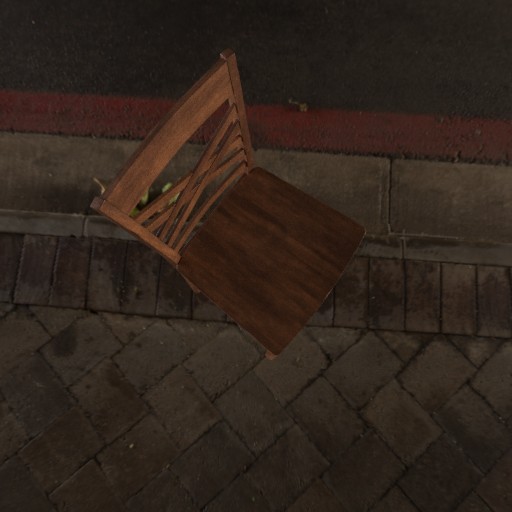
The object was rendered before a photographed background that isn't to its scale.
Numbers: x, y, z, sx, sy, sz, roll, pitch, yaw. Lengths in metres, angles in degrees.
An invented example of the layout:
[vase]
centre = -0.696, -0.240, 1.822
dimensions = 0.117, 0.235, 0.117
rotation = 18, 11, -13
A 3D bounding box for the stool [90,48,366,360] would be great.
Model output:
[stool]
centre = 0.000, 0.000, 1.380
dimensions = 0.487, 1.105, 0.433
rotation = 36, 79, 8
